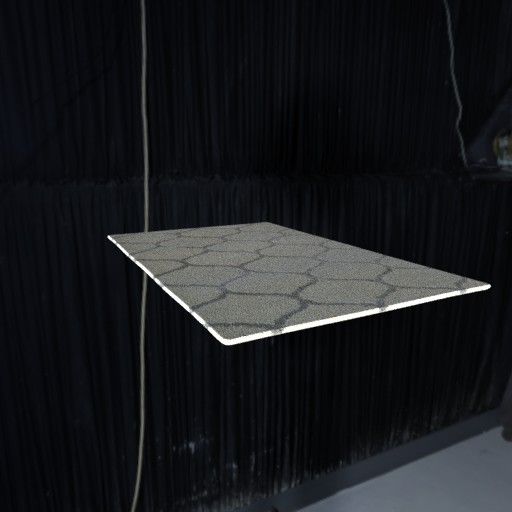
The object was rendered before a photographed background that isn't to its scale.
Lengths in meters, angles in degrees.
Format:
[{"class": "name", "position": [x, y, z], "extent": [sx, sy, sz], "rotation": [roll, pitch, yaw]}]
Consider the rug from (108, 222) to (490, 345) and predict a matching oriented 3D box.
[{"class": "rug", "position": [0.000, 0.000, 2.943], "extent": [1.501, 0.024, 2.348], "rotation": [-7, 15, -27]}]
